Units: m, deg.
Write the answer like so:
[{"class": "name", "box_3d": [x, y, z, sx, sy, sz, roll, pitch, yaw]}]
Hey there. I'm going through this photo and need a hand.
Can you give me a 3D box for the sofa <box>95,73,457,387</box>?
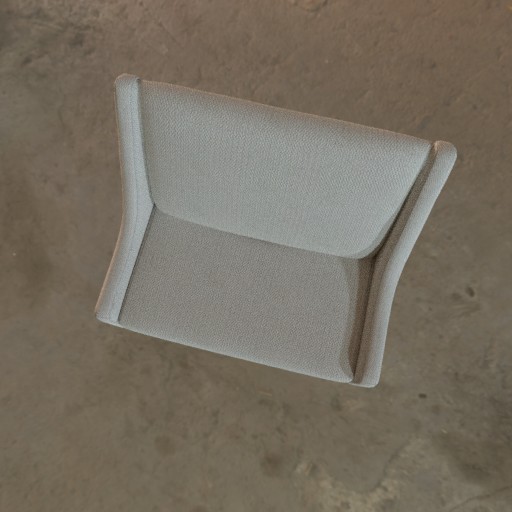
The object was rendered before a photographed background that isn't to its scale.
[{"class": "sofa", "box_3d": [0.000, 0.000, 1.920, 1.242, 1.022, 0.870, 13, 76, 3]}]
